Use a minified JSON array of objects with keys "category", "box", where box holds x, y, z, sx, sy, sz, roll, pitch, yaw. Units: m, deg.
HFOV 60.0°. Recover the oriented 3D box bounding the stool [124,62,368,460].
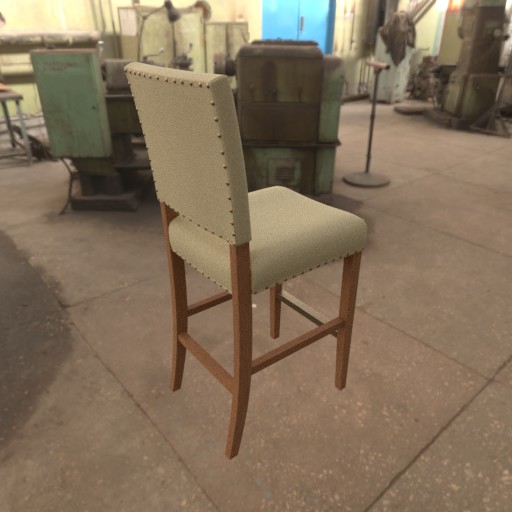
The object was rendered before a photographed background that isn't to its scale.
[{"category":"stool","box":[0.000,0.000,1.456,0.584,1.168,0.445,-20,34,-33]}]
